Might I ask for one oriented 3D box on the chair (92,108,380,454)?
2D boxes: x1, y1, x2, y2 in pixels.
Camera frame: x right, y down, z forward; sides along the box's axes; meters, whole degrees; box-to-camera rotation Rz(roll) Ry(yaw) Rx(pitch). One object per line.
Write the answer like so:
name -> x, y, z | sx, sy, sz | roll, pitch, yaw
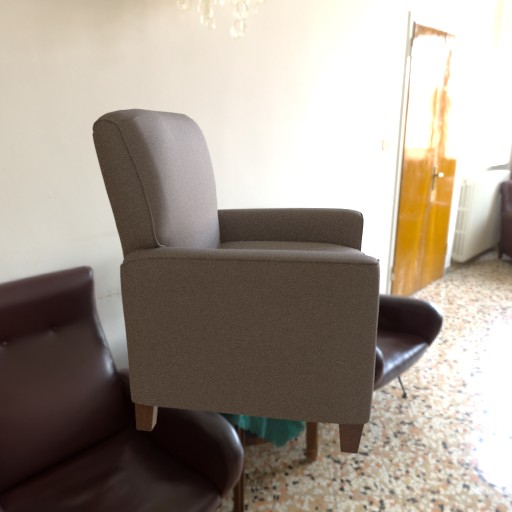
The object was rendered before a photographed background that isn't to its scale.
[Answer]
chair -> 0.000, 0.000, 1.635 | 0.859, 1.023, 0.845 | 3, 16, 9
